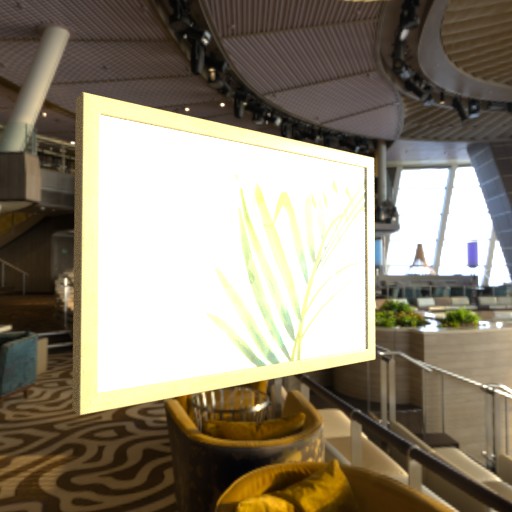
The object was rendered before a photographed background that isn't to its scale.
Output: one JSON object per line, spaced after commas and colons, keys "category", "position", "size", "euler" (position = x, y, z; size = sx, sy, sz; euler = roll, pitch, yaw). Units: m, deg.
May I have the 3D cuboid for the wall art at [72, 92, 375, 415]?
{"category": "wall art", "position": [0.000, 0.000, 0.691], "size": [0.533, 0.381, 0.032], "euler": [1, -2, -36]}
